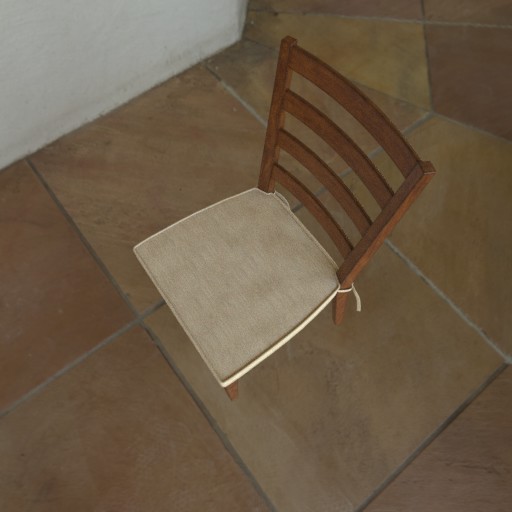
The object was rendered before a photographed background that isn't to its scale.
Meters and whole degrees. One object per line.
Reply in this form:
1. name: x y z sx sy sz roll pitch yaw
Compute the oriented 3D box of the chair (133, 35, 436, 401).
1. chair: 0.000 0.000 1.356 0.595 0.979 0.593 -32 68 -15
